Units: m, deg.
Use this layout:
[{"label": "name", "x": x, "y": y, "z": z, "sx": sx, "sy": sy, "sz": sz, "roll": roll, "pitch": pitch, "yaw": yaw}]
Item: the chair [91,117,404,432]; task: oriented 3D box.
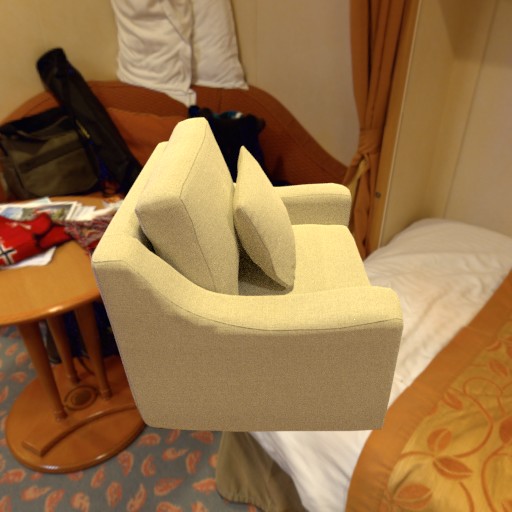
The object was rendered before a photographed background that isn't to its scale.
[{"label": "chair", "x": 0.000, "y": 0.000, "z": 1.978, "sx": 1.009, "sy": 1.016, "sz": 1.178, "roll": 0, "pitch": 32, "yaw": 0}]
